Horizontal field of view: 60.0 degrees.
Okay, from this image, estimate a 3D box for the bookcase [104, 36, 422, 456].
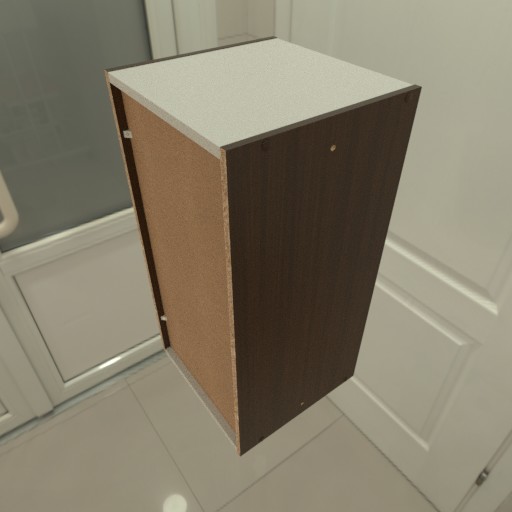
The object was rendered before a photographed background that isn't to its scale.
[{"bbox_3d":[0.000,0.000,0.764,0.290,0.600,0.300,-25,46,-27],"label":"bookcase"}]
